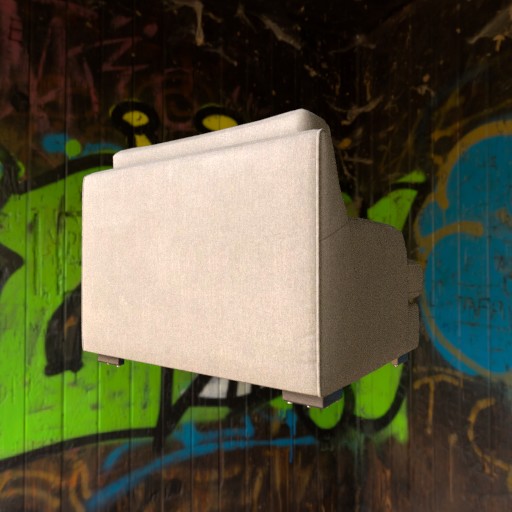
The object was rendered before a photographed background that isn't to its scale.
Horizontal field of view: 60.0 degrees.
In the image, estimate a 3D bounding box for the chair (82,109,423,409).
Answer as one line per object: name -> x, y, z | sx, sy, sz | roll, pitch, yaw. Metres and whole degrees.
chair -> 0.000, 0.000, 2.047 | 1.270, 0.974, 1.043 | -1, -1, 36
